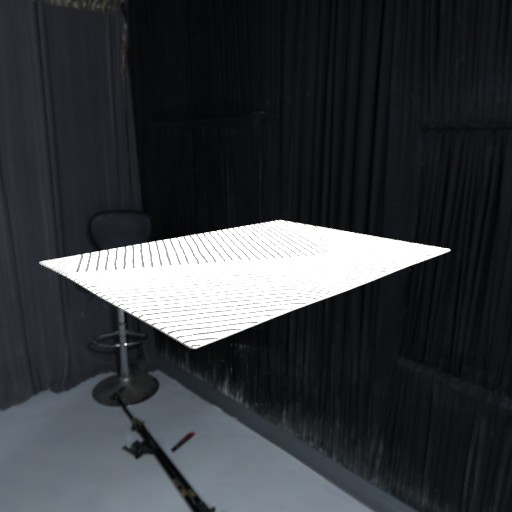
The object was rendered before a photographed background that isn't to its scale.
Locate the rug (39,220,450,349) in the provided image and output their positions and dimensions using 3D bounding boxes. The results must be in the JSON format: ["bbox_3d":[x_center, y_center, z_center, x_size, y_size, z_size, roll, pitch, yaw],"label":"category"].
[{"bbox_3d":[0.000,0.000,3.260,2.449,0.028,1.829,-13,20,-42],"label":"rug"}]
